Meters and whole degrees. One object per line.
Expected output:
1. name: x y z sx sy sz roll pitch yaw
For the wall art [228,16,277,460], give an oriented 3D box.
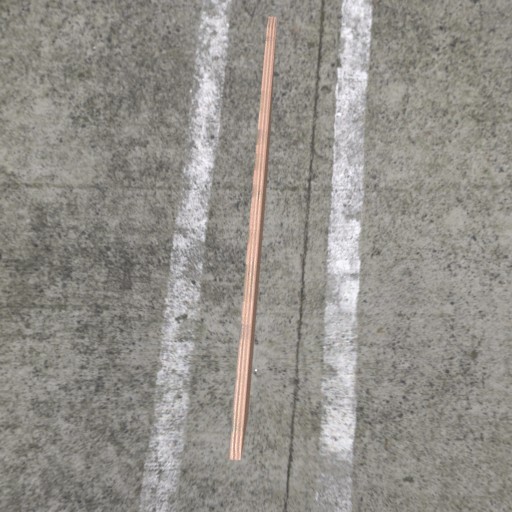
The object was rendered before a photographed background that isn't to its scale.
1. wall art: 0.000 0.000 0.682 0.012 0.408 0.508 4 76 1
